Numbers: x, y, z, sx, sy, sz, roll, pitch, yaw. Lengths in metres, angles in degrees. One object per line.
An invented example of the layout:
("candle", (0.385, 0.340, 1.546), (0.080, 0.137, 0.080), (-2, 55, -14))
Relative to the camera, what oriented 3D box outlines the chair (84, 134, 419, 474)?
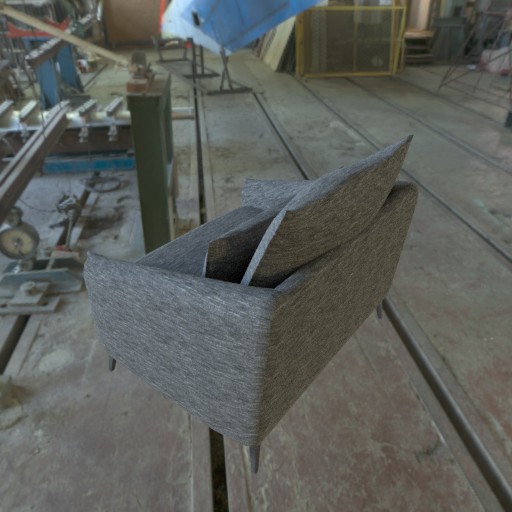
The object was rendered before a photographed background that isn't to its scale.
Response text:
("chair", (0.000, 0.000, 1.613), (0.805, 0.842, 1.004), (21, 37, 31))
